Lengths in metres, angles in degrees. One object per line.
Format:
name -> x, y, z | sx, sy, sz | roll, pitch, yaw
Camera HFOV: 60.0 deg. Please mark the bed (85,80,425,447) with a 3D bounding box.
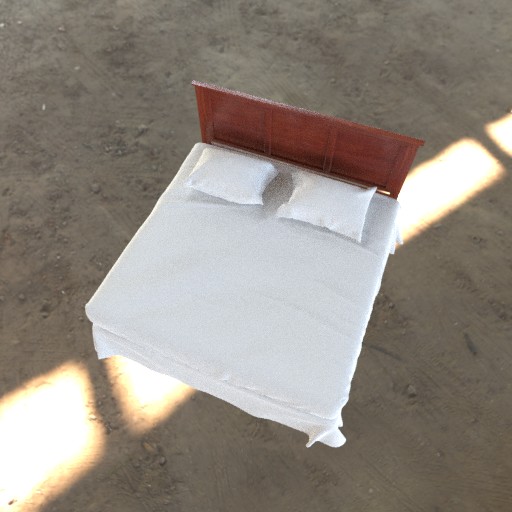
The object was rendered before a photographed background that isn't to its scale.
bed -> 0.000, 0.000, 3.616 | 2.314, 1.271, 2.219 | 19, 59, 12
